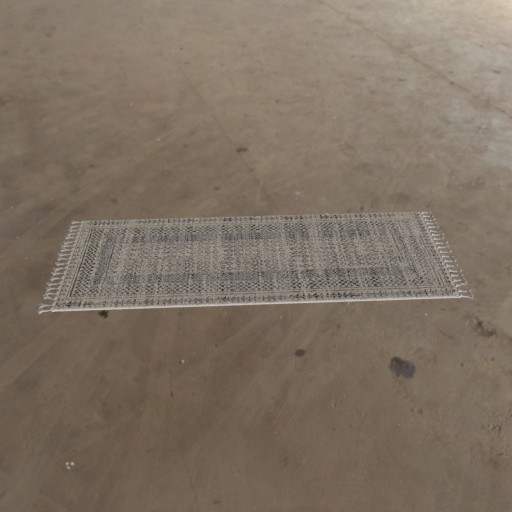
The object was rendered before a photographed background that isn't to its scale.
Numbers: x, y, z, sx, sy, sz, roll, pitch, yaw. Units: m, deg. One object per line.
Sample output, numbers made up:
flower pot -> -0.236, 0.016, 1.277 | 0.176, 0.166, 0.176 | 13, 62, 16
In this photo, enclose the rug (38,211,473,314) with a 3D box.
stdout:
rug -> 0.000, 0.000, 2.760 | 2.480, 0.013, 0.786 | -2, 45, -2
